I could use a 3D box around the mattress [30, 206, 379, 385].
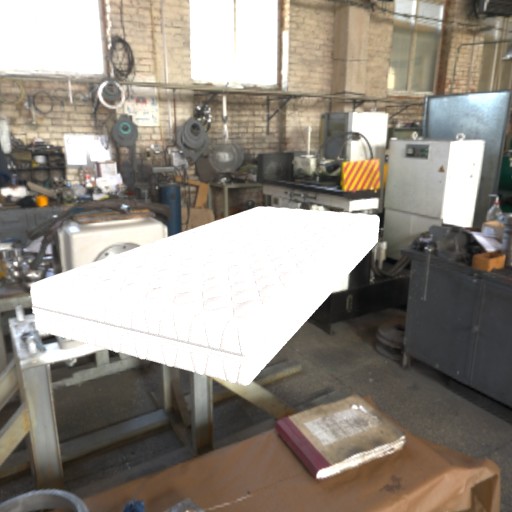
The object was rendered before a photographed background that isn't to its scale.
[{"bbox_3d":[0.000,0.000,2.323,0.900,0.200,2.000,7,17,25],"label":"mattress"}]
